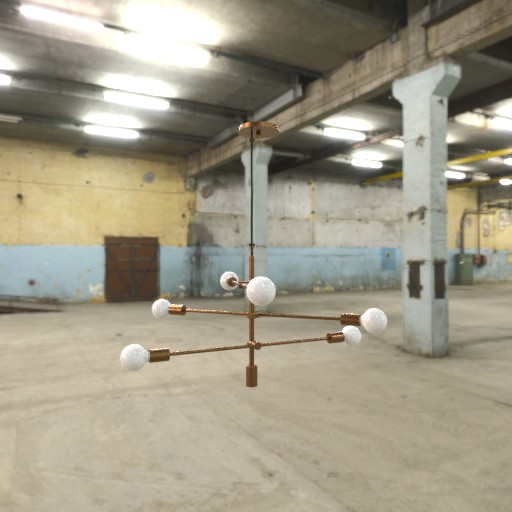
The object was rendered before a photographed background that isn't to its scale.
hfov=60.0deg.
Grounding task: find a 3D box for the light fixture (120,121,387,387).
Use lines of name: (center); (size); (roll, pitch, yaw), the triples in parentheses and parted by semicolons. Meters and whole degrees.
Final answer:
light fixture: (0.000, 0.000, 1.272); (0.682, 0.744, 0.637); (0, -1, 0)
